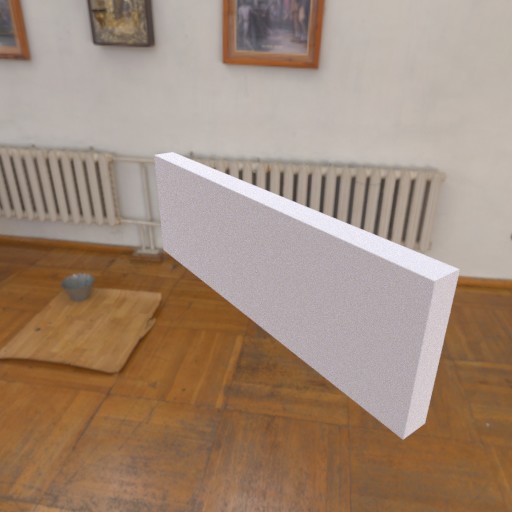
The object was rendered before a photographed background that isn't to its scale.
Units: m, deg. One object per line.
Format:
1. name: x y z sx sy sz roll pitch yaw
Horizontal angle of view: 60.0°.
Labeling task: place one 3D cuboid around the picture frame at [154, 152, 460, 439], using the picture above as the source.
1. picture frame: 0.000 0.000 0.845 0.050 0.250 0.759 -18 31 -32
